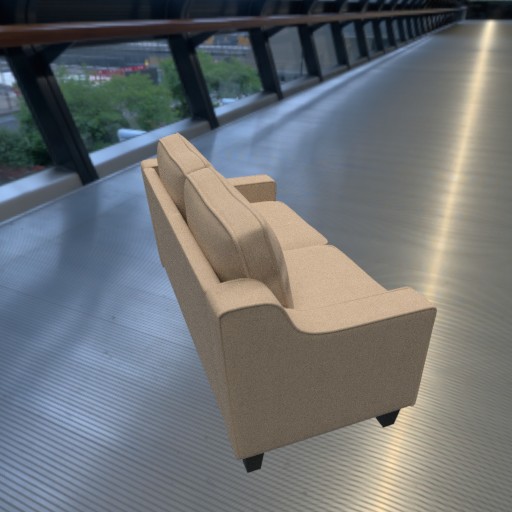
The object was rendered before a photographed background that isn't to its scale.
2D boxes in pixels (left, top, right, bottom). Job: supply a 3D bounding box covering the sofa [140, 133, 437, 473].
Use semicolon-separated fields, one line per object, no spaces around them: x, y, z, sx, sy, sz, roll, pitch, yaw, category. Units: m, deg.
0.000;0.000;3.470;1.351;1.562;2.587;-10;30;-18;sofa
